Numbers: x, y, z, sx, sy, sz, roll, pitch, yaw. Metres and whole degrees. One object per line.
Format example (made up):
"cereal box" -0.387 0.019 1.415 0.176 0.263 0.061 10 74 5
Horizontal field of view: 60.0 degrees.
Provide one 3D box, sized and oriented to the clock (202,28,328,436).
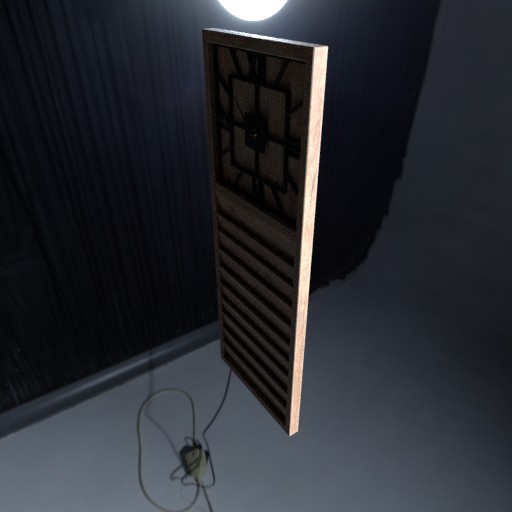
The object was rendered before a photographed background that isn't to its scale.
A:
"clock" 0.000 0.000 1.081 0.030 0.965 0.361 -20 38 -29
